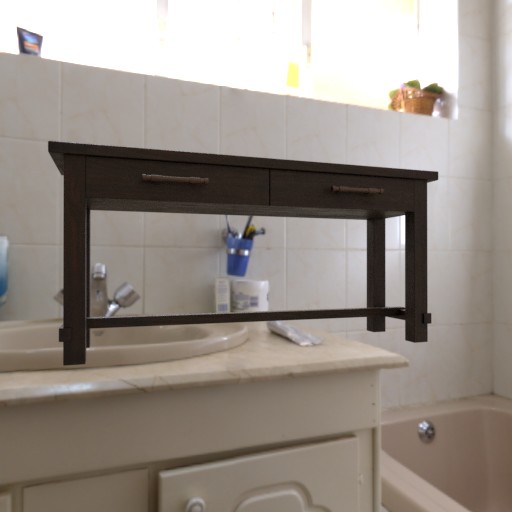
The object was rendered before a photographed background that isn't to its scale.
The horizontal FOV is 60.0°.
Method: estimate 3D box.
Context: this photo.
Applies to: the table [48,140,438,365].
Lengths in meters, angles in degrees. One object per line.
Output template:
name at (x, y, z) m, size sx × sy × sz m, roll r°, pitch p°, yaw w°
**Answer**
table at (0.000, 0.000, 1.914) m, size 1.599 × 0.762 × 0.442 m, roll 0°, pitch -1°, yaw -18°
